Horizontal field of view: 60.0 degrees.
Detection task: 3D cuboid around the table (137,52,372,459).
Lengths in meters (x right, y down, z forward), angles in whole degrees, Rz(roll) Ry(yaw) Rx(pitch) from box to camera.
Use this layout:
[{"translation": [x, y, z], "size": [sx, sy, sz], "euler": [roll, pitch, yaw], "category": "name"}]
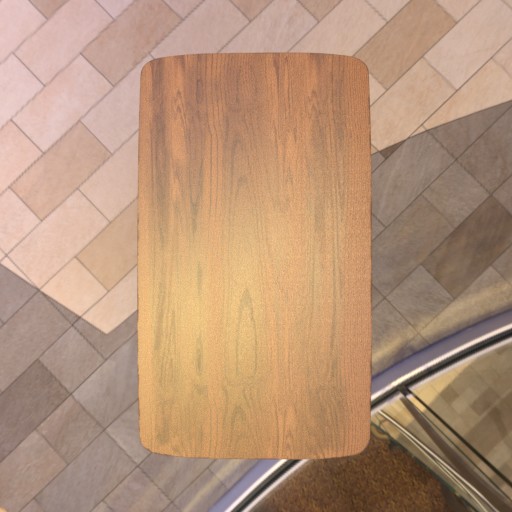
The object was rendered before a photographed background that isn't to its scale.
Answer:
[{"translation": [0.000, 0.000, 2.173], "size": [0.949, 0.765, 1.643], "euler": [0, 89, 1], "category": "table"}]
